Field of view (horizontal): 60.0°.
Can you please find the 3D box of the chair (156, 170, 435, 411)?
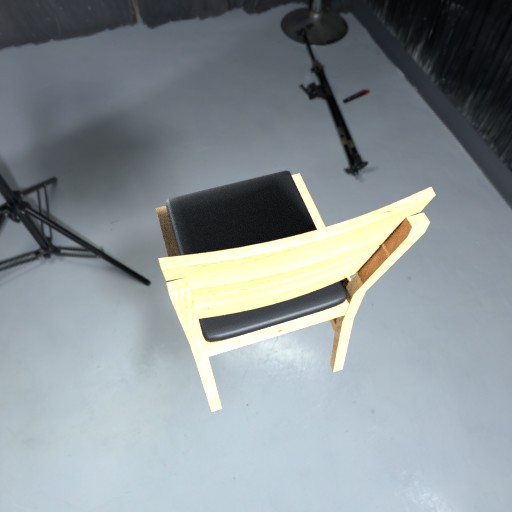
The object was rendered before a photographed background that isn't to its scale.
[{"bbox_3d":[0.000,0.000,1.249,0.475,0.950,0.569,-15,59,-9],"label":"chair"}]
